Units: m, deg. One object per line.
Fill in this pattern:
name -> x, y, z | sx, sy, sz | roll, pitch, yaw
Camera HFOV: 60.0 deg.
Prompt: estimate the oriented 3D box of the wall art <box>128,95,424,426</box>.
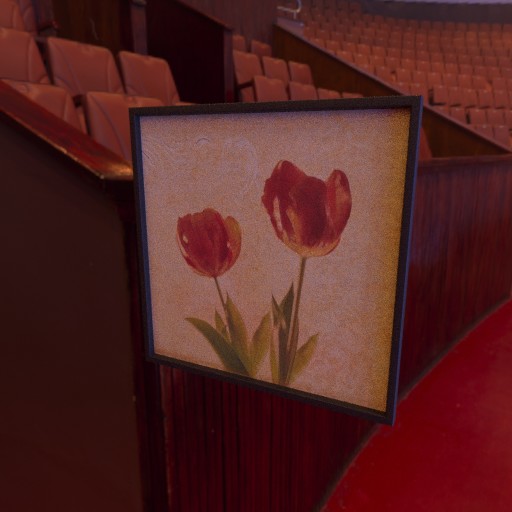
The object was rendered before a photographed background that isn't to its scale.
wall art -> 0.000, 0.000, 1.230 | 0.805, 0.807, 0.043 | 7, 16, 25
